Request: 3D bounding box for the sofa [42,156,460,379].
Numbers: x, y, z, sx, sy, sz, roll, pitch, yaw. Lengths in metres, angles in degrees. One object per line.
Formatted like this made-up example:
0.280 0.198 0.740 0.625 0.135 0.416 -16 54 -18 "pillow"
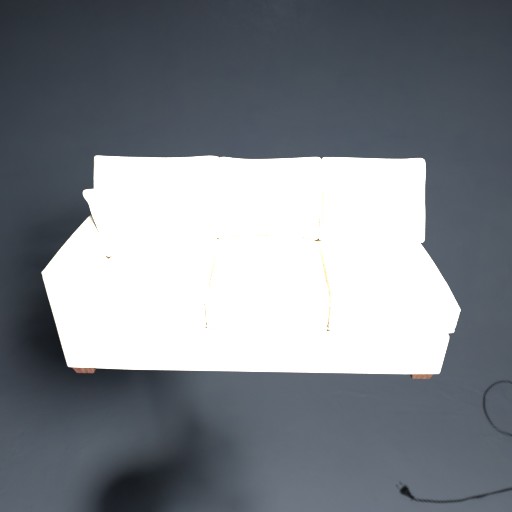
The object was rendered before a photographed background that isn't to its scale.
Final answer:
0.000 0.000 2.511 1.962 0.946 1.034 1 29 1 "sofa"
